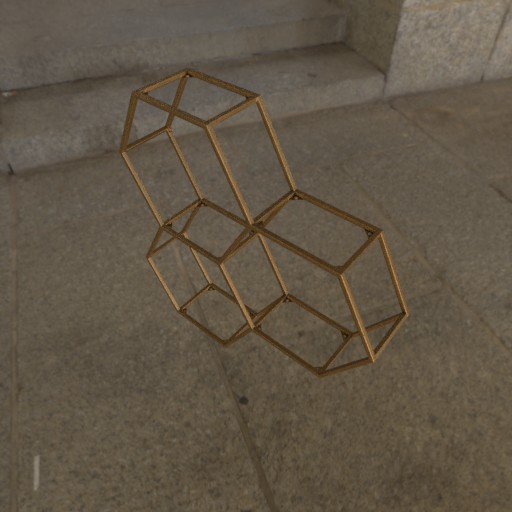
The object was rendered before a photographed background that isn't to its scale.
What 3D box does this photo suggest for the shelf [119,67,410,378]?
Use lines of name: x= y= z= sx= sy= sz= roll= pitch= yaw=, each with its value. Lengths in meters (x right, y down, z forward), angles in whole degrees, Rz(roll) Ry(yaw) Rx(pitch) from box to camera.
shelf: x=0.000 y=0.000 z=1.040 sx=0.708 sy=0.701 sz=0.150 roll=31 pitch=53 yaw=27
